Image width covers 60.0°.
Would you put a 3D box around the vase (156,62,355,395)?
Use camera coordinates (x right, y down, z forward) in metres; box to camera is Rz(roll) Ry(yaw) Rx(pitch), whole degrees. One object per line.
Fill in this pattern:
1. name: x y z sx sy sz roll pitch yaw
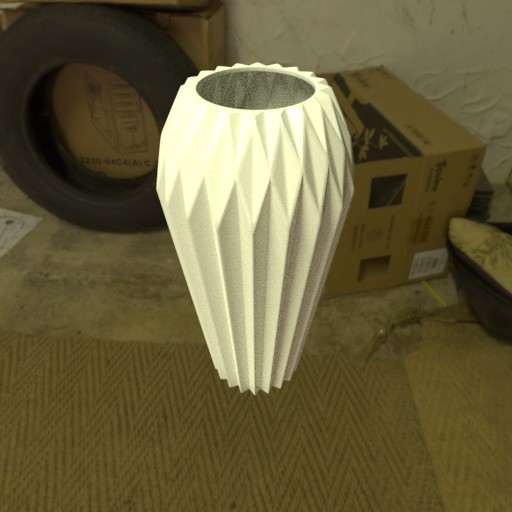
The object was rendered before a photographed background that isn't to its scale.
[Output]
1. vase: 0.000 0.000 0.346 0.133 0.263 0.133 0 41 0
